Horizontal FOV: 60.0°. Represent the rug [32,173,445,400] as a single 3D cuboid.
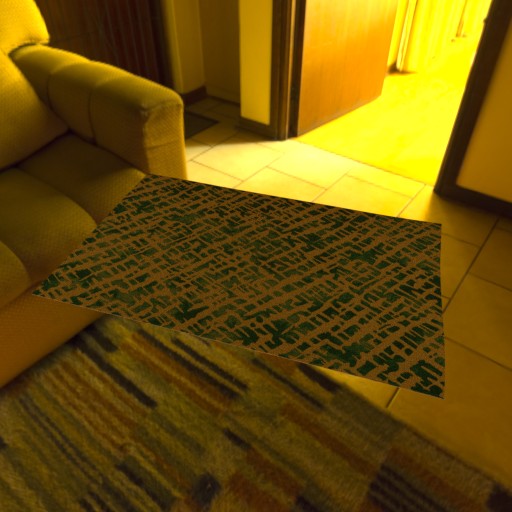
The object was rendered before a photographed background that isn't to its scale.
[{"bbox_3d":[0.000,0.000,3.026,2.447,0.011,1.520,12,42,13],"label":"rug"}]
